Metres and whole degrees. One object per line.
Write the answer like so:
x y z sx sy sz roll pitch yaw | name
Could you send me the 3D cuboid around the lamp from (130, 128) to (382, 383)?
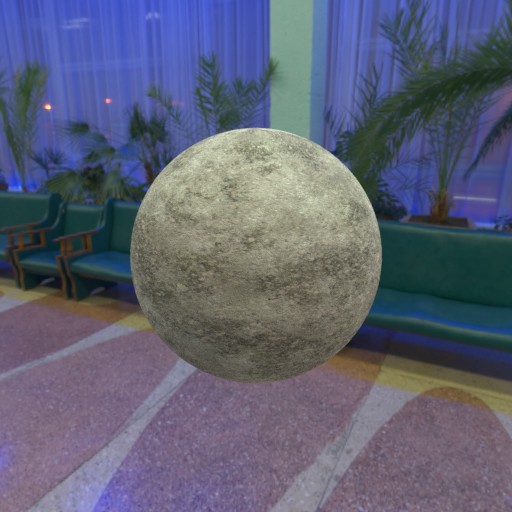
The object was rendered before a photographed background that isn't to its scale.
0.000 0.000 0.772 0.422 0.429 0.422 0 17 0 | lamp
